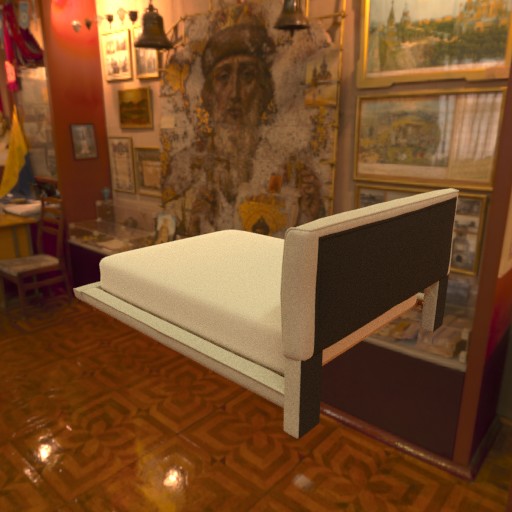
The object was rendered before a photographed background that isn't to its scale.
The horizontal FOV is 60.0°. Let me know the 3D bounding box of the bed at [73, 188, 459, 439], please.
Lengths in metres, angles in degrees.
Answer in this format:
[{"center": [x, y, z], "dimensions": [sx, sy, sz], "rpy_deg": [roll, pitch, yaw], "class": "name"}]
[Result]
[{"center": [0.000, 0.000, 3.394], "dimensions": [2.368, 1.067, 1.840], "rpy_deg": [14, 21, 41], "class": "bed"}]
